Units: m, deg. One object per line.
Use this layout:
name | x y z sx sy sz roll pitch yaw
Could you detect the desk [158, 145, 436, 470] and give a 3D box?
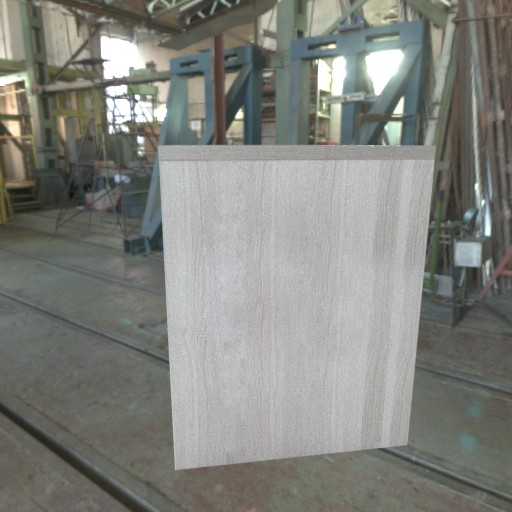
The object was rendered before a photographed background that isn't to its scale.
desk | 0.000 0.000 1.508 0.600 0.731 1.100 -2 14 -9
